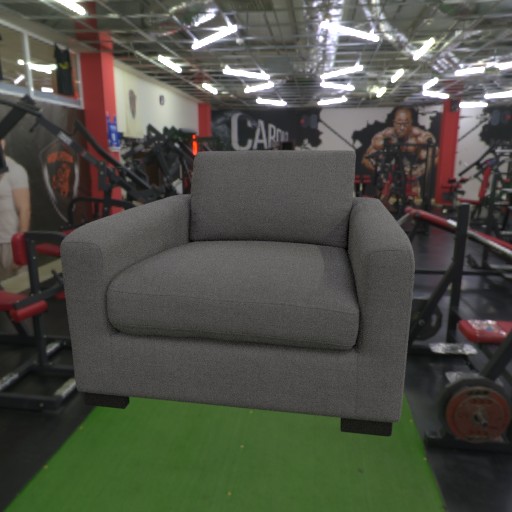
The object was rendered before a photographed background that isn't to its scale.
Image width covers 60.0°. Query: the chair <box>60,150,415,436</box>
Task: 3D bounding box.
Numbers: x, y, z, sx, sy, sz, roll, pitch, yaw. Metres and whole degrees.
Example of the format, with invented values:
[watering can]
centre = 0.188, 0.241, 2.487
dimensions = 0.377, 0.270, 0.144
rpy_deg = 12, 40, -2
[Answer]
[chair]
centre = 0.000, 0.000, 1.820
dimensions = 1.070, 0.847, 1.100
rpy_deg = 2, 13, 10
